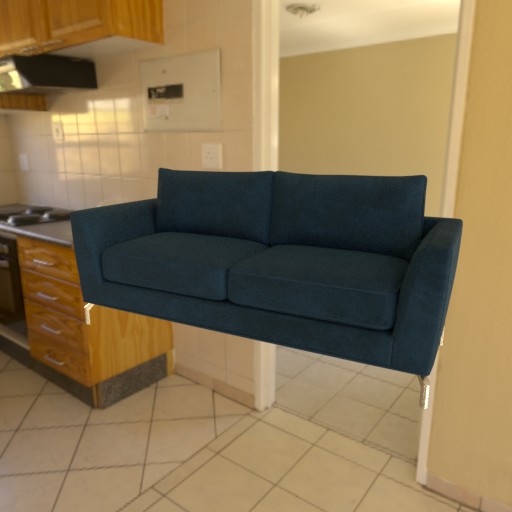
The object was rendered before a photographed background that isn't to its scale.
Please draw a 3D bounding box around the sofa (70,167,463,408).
[{"bbox_3d":[0.000,0.000,2.691,2.212,0.998,0.853,7,16,26],"label":"sofa"}]
